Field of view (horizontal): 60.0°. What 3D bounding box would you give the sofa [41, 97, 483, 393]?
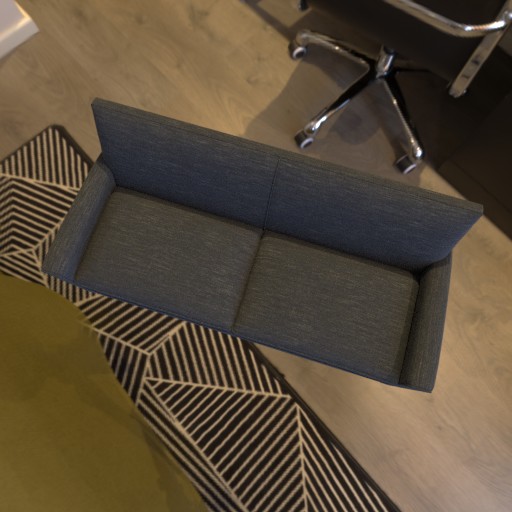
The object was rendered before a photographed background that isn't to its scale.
[{"bbox_3d":[0.000,0.000,2.377,1.976,0.846,0.875,17,76,4],"label":"sofa"}]
